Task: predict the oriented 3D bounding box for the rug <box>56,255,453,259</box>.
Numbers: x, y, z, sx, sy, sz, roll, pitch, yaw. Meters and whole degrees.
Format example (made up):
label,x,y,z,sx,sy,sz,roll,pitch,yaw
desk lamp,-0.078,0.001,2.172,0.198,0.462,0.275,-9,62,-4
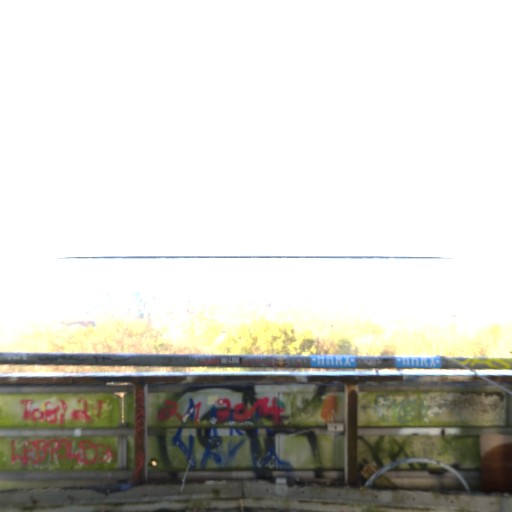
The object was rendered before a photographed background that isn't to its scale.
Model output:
label,x,y,z,sx,sy,sz,roll,pitch,yaw
rug,0.000,0.000,2.755,1.522,0.013,2.133,0,0,0
